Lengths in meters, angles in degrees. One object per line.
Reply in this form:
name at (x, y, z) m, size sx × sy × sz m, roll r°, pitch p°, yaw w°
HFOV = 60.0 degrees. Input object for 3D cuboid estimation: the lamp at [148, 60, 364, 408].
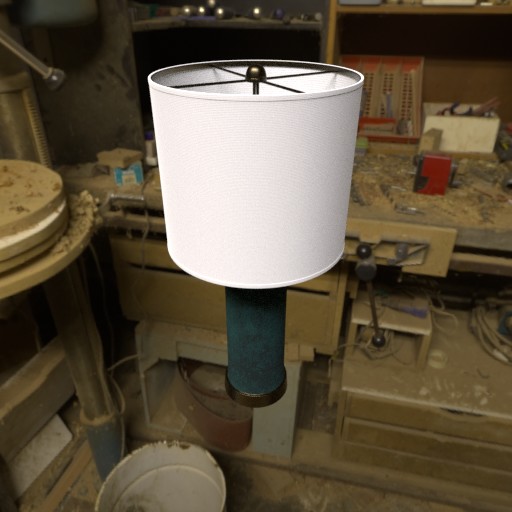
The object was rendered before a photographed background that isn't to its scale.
lamp at (0.000, 0.000, 0.784) m, size 0.301 × 0.630 × 0.301 m, roll 8°, pitch 32°, yaw 13°
